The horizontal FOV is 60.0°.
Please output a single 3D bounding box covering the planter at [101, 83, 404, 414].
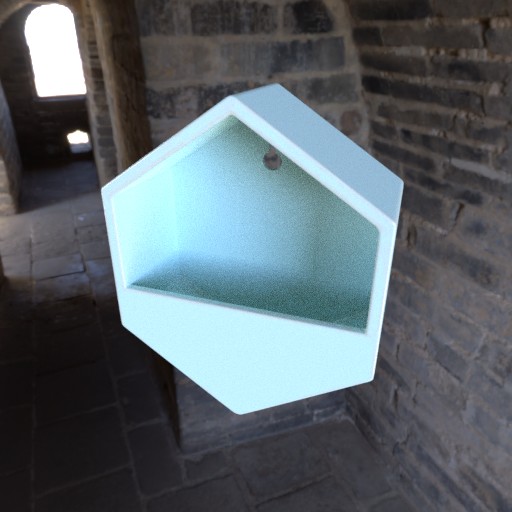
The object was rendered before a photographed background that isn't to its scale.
[{"bbox_3d":[0.000,0.000,0.290,0.169,0.207,0.078,9,27,17],"label":"planter"}]
